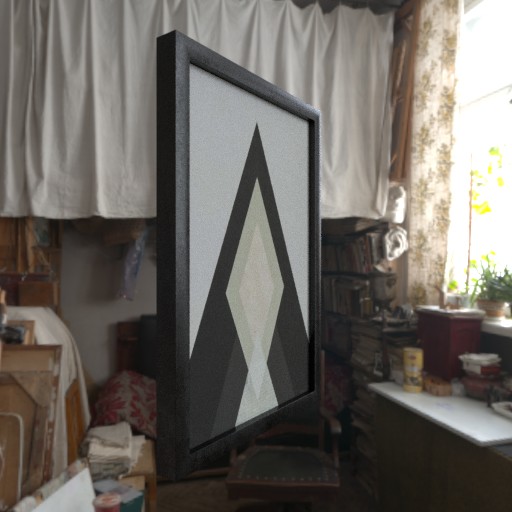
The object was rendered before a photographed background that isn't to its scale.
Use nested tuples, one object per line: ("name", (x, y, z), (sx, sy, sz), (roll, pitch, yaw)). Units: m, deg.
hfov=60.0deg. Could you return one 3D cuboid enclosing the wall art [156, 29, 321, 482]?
("wall art", (0.000, 0.000, 0.582), (0.031, 0.457, 0.313), (0, 0, 36))
